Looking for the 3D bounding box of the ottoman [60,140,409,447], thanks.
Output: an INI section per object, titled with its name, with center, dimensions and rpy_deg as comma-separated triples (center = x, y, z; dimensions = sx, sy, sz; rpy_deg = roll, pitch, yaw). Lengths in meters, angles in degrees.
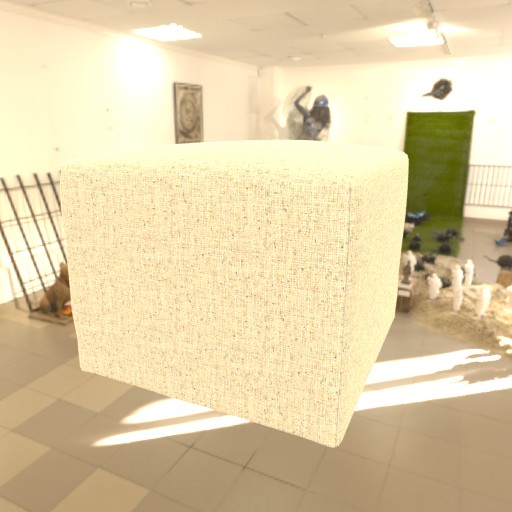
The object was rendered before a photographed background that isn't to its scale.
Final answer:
[ottoman]
center = 0.000, 0.000, 0.904
dimensions = 0.512, 0.453, 0.521
rpy_deg = 8, 18, 24
